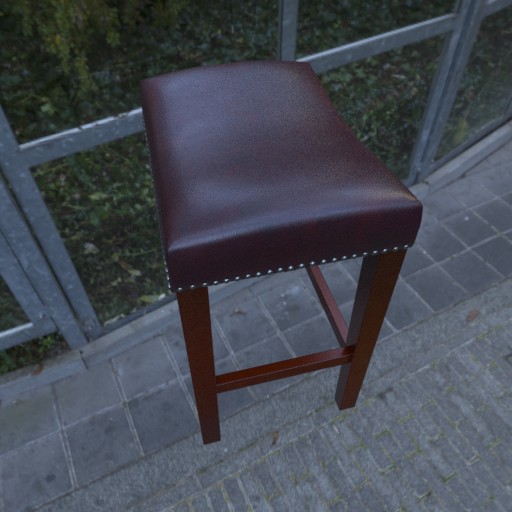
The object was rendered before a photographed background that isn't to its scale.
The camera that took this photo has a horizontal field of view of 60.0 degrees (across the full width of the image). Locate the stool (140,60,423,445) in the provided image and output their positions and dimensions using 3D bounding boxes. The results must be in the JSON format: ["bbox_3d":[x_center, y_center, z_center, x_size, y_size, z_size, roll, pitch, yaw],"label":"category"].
[{"bbox_3d":[0.000,0.000,0.961,0.372,0.657,0.504,-10,47,-10],"label":"stool"}]
